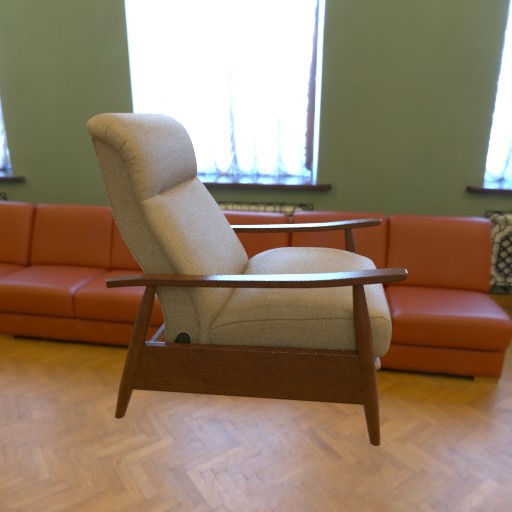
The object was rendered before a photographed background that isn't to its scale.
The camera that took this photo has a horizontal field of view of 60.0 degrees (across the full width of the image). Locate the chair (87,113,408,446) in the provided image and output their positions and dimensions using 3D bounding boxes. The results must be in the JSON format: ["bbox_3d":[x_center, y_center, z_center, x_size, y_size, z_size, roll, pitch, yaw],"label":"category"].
[{"bbox_3d":[0.000,0.000,1.763,1.030,1.082,0.762,3,18,8],"label":"chair"}]
